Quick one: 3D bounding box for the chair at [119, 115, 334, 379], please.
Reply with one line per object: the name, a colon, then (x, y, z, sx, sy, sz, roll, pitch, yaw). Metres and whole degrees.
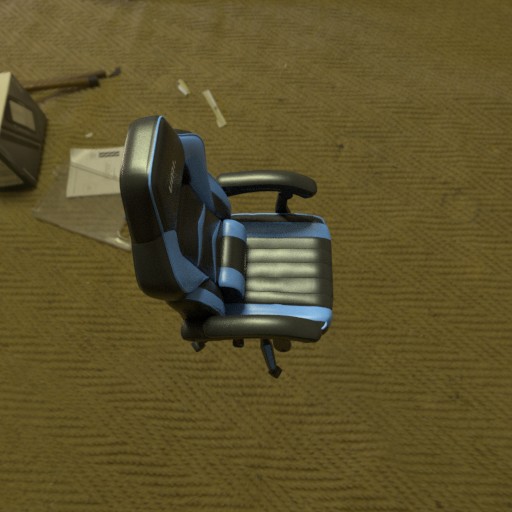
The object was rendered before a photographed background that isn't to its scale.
chair: (0.000, 0.000, 1.702, 0.700, 1.280, 0.700, 2, 65, 1)
